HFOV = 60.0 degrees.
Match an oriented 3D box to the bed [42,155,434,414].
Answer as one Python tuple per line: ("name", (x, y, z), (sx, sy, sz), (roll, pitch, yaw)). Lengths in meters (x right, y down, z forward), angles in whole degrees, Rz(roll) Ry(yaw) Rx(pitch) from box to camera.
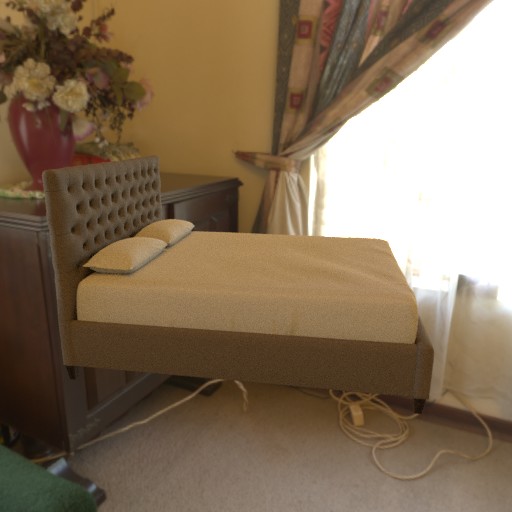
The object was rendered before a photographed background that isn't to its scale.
("bed", (0.000, 0.000, 3.452), (2.387, 1.427, 1.698), (3, 16, 9))
